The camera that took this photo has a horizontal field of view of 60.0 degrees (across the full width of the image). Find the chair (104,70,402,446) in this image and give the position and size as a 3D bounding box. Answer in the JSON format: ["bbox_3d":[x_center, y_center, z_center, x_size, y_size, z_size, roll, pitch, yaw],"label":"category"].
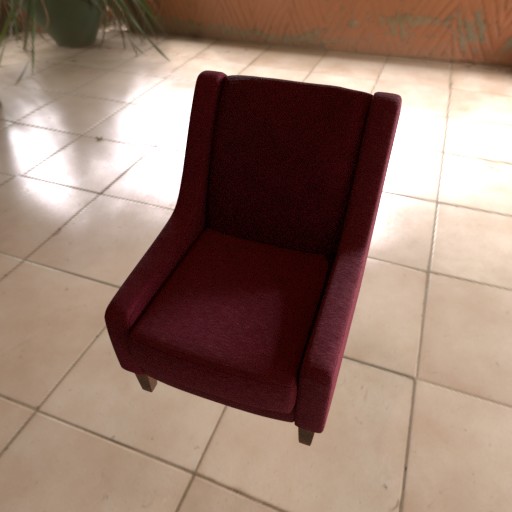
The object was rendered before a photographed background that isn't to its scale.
[{"bbox_3d":[0.000,0.000,1.675,0.793,1.017,0.985,13,43,15],"label":"chair"}]
